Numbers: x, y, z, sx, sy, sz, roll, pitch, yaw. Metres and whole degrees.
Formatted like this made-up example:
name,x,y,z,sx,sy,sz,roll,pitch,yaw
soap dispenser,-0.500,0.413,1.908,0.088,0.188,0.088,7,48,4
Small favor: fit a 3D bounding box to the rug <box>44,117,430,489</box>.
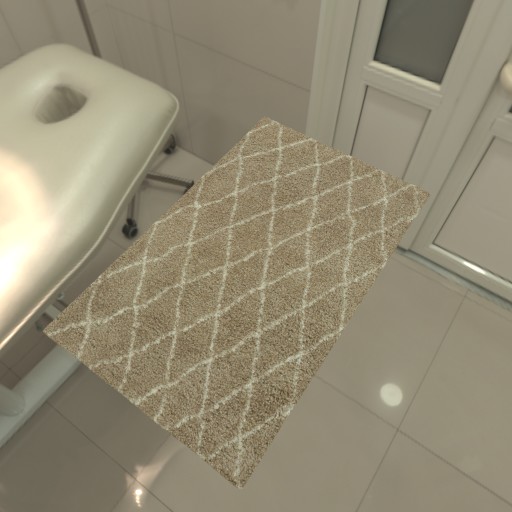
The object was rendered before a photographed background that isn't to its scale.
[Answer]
name,x,y,z,sx,sy,sz,roll,pitch,yaw
rug,0.000,0.000,3.051,1.524,0.030,2.438,30,62,18
